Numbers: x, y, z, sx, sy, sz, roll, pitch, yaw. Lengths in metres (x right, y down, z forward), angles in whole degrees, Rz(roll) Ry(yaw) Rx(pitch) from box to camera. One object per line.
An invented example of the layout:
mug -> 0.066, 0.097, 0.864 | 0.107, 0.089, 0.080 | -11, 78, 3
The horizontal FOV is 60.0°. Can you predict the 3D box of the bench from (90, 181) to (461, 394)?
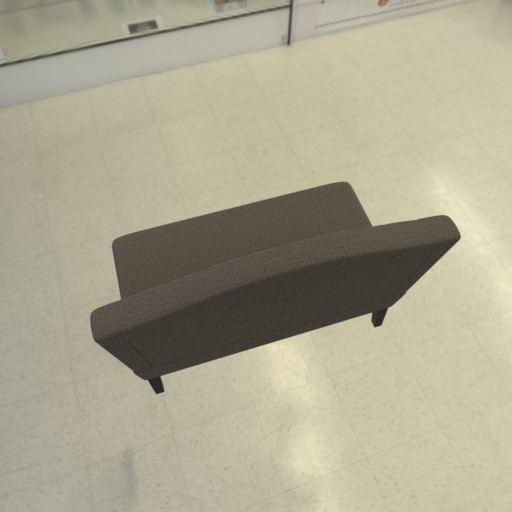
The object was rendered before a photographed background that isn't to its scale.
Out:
bench -> 0.000, 0.000, 2.066 | 1.335, 1.180, 0.815 | -15, 61, -9
